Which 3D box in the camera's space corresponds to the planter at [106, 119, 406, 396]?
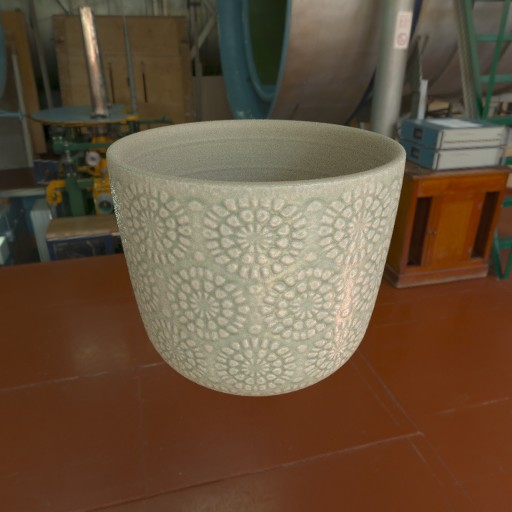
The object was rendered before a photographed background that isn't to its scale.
[{"bbox_3d":[0.000,0.000,0.214,0.124,0.109,0.124,0,26,0],"label":"planter"}]
